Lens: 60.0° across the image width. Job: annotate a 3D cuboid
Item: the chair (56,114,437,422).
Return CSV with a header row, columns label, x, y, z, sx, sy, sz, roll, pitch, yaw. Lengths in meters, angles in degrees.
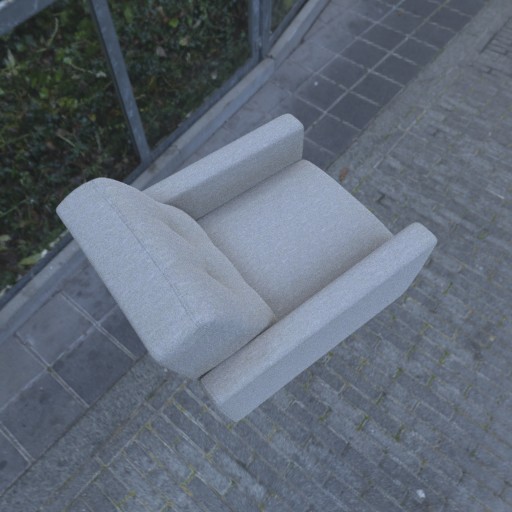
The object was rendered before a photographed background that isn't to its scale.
label,x,y,z,sx,sy,sz,roll,pitch,yaw
chair,0.000,0.000,1.818,1.128,0.965,0.897,-33,64,-19
